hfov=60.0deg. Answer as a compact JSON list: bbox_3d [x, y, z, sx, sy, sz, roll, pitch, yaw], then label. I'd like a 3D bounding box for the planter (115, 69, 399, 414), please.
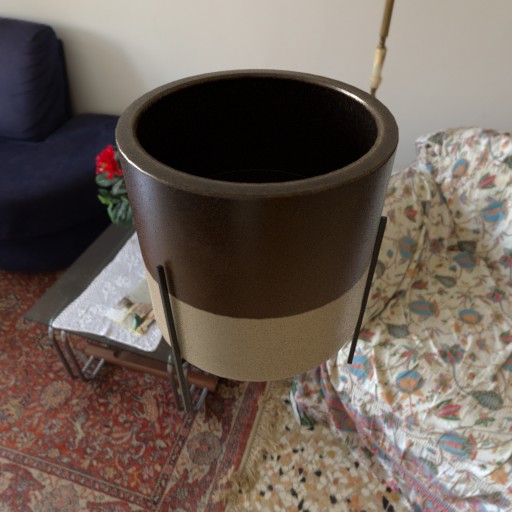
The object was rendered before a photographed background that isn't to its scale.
[{"bbox_3d":[0.000,0.000,0.702,0.345,0.465,0.354,-13,43,-14],"label":"planter"}]
